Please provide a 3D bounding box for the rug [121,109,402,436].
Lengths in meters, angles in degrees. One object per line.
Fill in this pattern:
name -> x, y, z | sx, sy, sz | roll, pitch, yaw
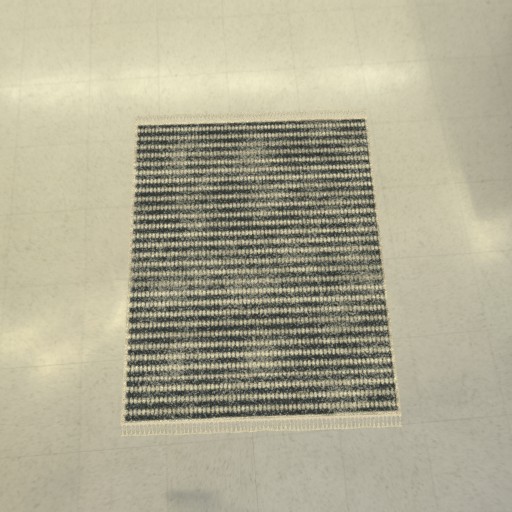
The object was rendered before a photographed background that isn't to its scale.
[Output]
rug -> 0.000, 0.000, 3.920 | 2.256, 0.013, 2.910 | -2, 74, -1
